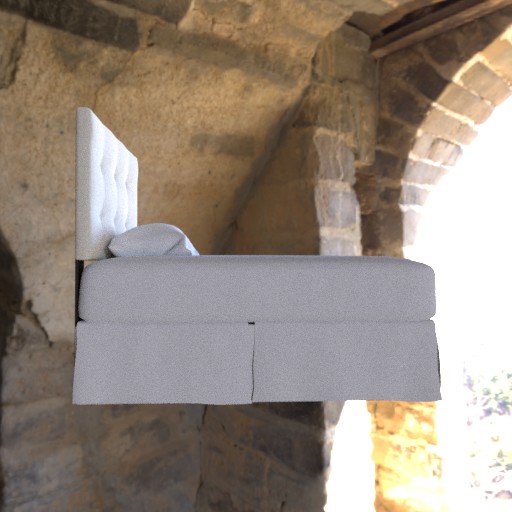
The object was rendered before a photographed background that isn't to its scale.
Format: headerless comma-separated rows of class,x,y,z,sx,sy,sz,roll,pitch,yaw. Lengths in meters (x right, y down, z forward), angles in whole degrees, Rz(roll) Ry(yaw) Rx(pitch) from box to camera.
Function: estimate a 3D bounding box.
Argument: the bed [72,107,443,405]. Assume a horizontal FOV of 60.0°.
bed,0.000,0.000,2.934,1.997,1.571,1.261,0,-1,-3
